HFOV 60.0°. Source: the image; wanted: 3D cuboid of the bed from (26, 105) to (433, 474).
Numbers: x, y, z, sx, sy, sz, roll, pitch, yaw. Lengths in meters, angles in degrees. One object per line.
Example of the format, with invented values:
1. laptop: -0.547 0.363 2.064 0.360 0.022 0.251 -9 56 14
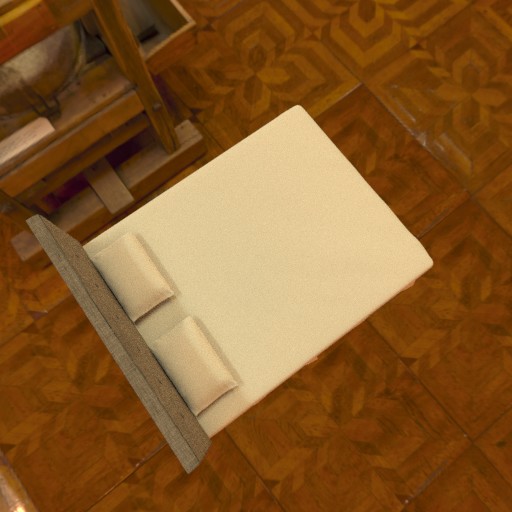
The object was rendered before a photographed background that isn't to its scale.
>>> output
1. bed: 0.000 0.000 2.963 1.958 1.168 1.621 -35 79 -8
